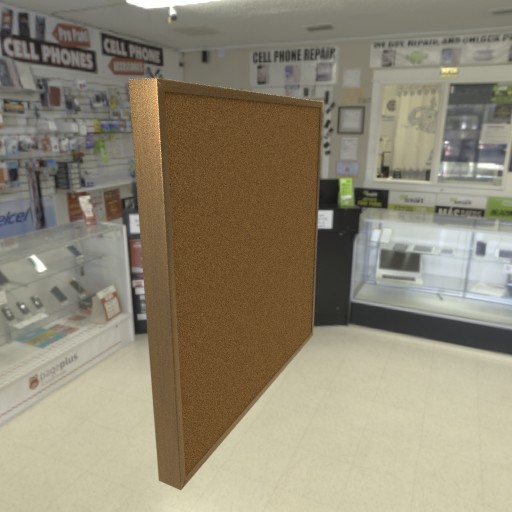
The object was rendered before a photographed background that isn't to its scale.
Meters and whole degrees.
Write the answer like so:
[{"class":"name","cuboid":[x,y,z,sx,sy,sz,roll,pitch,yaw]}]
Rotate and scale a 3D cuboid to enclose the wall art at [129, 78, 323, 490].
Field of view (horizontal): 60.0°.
[{"class":"wall art","cuboid":[0.000,0.000,0.734,0.037,0.505,0.505,8,18,26]}]
